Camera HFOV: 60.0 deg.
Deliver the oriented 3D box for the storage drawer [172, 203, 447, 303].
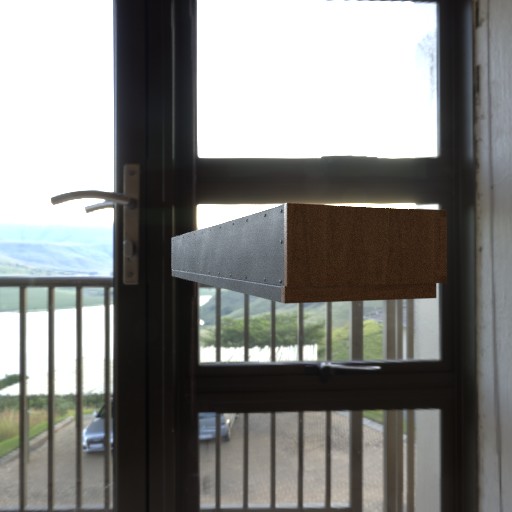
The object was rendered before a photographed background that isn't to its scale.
[{"bbox_3d":[0.000,0.000,2.200,0.538,0.264,2.032,0,0,-19],"label":"storage drawer"}]
